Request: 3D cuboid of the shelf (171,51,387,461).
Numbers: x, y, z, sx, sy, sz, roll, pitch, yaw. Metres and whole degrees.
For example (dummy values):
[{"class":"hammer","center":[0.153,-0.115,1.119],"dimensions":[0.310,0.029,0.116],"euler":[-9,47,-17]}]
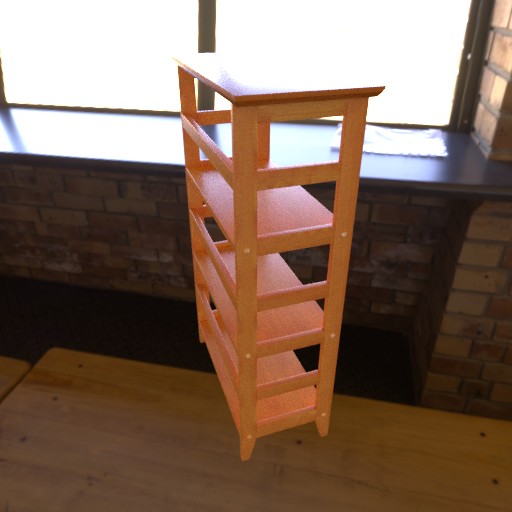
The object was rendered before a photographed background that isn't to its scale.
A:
[{"class":"shelf","center":[0.000,0.000,1.348],"dimensions":[0.305,1.067,0.660],"euler":[-10,32,-16]}]
